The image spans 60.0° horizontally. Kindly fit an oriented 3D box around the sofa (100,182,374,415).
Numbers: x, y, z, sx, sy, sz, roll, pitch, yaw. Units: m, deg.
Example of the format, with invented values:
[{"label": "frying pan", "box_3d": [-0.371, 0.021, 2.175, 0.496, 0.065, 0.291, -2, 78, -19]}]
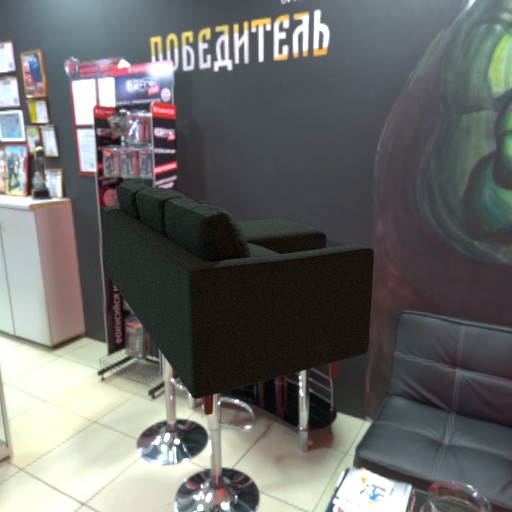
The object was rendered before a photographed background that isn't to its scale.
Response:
[{"label": "sofa", "box_3d": [0.000, 0.000, 2.832, 1.580, 0.899, 2.030, -7, 15, -27]}]
